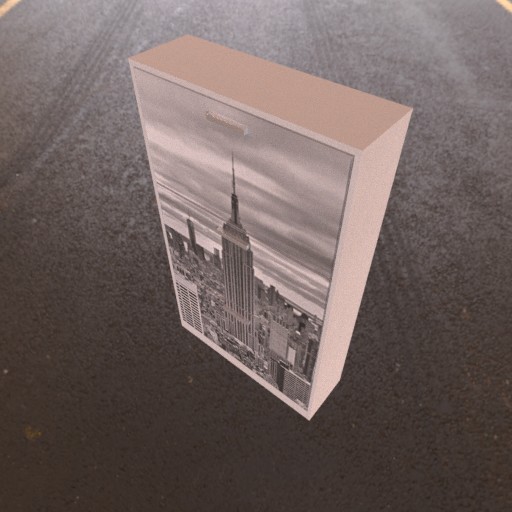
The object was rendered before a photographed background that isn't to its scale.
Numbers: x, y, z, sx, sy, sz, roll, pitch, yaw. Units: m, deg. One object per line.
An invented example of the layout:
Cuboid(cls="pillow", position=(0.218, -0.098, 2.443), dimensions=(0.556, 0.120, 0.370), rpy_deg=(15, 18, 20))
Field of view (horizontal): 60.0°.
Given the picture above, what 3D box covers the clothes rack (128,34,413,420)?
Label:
Cuboid(cls="clothes rack", position=(0.000, 0.000, 1.597), dimensions=(0.750, 1.280, 0.250), rpy_deg=(30, 53, 26))
